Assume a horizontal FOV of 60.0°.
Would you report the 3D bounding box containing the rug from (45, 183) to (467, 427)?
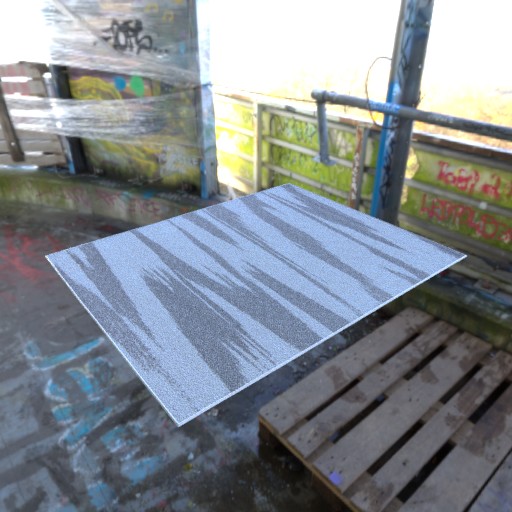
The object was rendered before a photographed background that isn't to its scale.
[{"bbox_3d":[0.000,0.000,3.942,2.945,0.014,2.353,-22,36,-33],"label":"rug"}]
